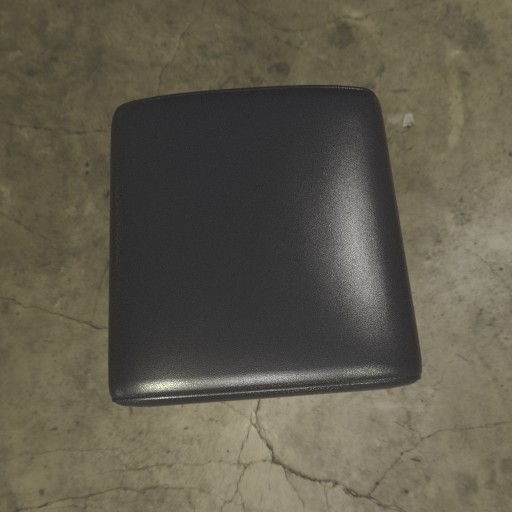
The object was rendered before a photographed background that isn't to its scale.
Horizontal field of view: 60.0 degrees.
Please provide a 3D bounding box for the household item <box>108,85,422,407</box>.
[{"bbox_3d":[0.000,0.000,0.874,0.530,0.410,0.530,-4,76,-1],"label":"household item"}]
